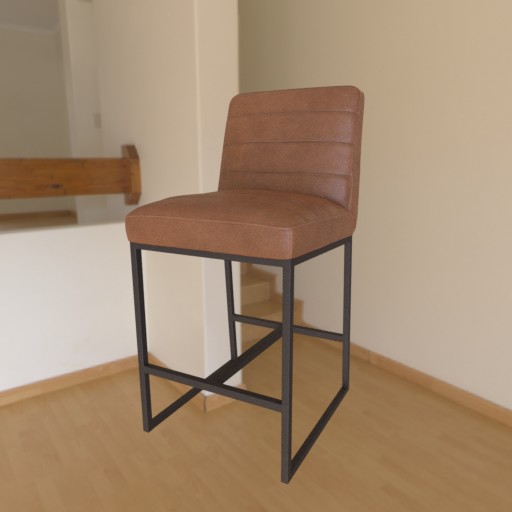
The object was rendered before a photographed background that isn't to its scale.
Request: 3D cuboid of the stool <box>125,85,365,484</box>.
[{"bbox_3d":[0.000,0.000,1.242,0.458,0.940,0.556,7,14,27],"label":"stool"}]
